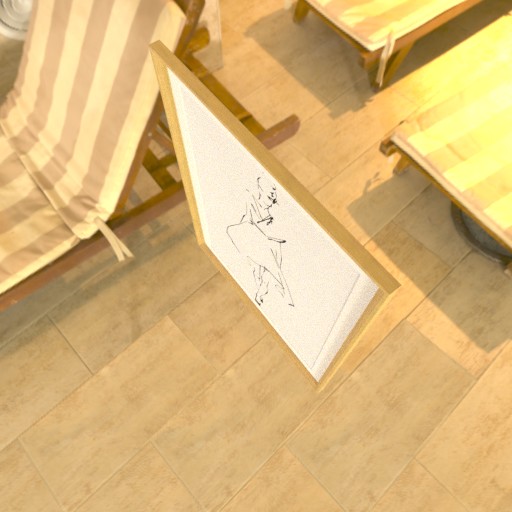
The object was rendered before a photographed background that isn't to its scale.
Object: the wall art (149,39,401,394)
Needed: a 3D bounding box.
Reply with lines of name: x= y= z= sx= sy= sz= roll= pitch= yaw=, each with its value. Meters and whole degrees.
wall art: x=0.000 y=0.000 z=1.359 sx=0.030 sy=1.002 sz=0.798 roll=-34 pitch=68 yaw=-16
